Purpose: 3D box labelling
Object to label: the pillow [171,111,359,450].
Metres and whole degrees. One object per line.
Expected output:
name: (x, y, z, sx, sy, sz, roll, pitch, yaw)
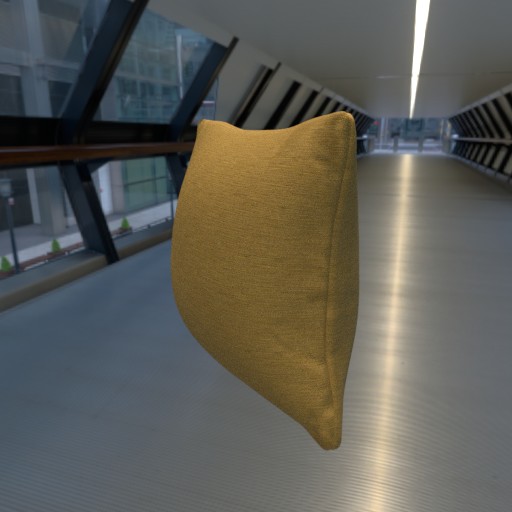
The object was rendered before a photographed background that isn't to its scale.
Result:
pillow: (0.000, 0.000, 0.692, 0.247, 0.417, 0.435, -8, 18, -26)
